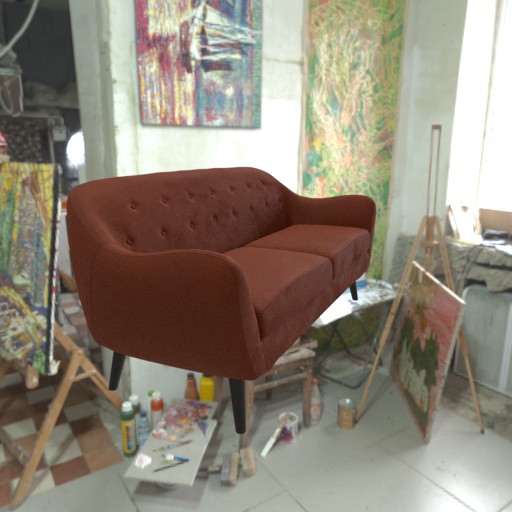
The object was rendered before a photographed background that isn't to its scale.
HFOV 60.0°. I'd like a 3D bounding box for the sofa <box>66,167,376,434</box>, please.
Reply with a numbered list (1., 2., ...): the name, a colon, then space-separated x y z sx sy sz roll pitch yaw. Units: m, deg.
1. sofa: 0.000 0.000 2.229 0.820 0.836 1.840 7 15 26
